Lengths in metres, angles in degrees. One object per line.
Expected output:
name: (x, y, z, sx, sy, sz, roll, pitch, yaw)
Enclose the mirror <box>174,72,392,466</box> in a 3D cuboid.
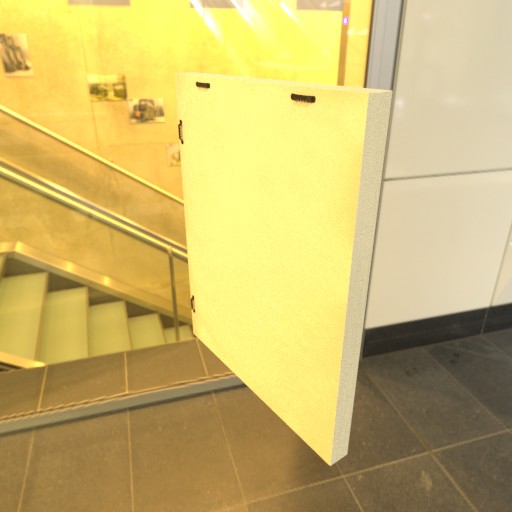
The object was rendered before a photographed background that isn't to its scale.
mirror: (0.000, 0.000, 0.687, 0.041, 0.509, 0.406, -17, 31, -32)
